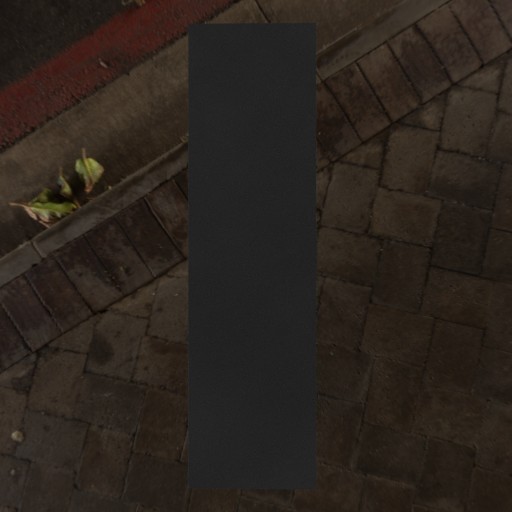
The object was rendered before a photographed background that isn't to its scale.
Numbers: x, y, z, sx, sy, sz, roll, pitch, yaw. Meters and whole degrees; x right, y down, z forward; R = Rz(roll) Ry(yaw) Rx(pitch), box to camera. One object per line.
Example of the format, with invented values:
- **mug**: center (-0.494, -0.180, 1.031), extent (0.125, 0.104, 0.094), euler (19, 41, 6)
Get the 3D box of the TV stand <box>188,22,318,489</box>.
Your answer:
- **TV stand**: center (0.000, 0.000, 1.612), extent (0.400, 0.560, 1.400), euler (0, 90, 1)
